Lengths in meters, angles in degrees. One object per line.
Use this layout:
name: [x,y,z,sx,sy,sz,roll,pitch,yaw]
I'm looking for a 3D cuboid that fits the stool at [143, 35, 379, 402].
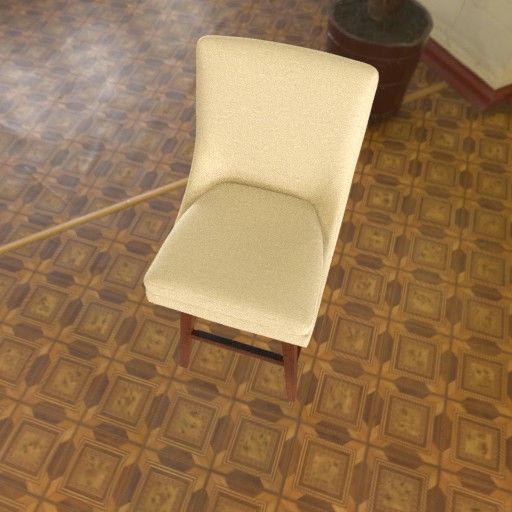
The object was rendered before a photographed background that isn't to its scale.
stool: [0.000,0.000,1.387,0.470,1.097,0.559,15,59,9]
